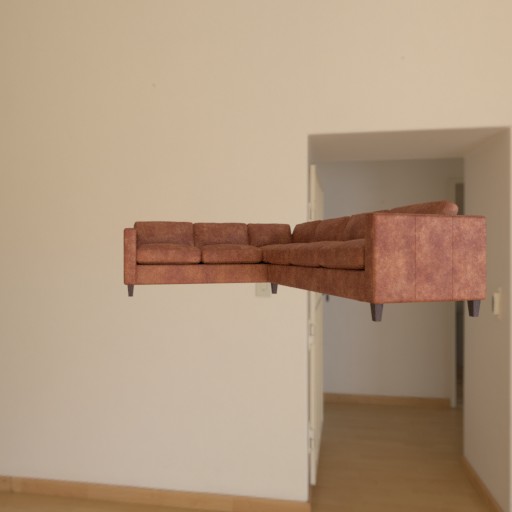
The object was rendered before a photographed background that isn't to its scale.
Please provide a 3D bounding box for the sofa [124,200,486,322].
[{"bbox_3d":[0.000,0.000,4.241,2.438,0.838,3.150,0,0,-16],"label":"sofa"}]
